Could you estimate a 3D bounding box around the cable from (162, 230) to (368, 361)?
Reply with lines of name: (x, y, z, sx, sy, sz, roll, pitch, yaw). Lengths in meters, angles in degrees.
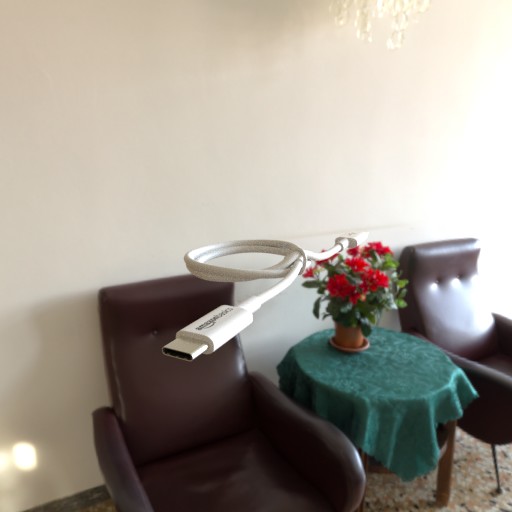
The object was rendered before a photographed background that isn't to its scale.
cable: (0.000, 0.000, 0.228, 0.070, 0.014, 0.203, 7, 16, 26)
